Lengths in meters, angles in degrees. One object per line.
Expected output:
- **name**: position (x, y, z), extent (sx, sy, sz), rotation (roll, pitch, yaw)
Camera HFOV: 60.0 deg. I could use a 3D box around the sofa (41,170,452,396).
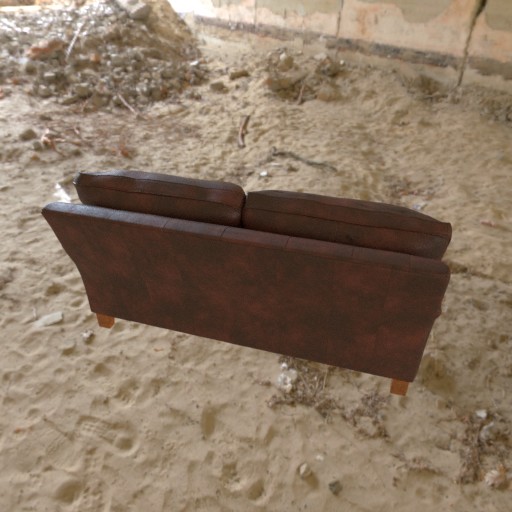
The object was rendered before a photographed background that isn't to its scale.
- **sofa**: position (0.000, 0.000, 2.769), extent (2.144, 1.071, 1.147), rotation (10, 35, 14)
